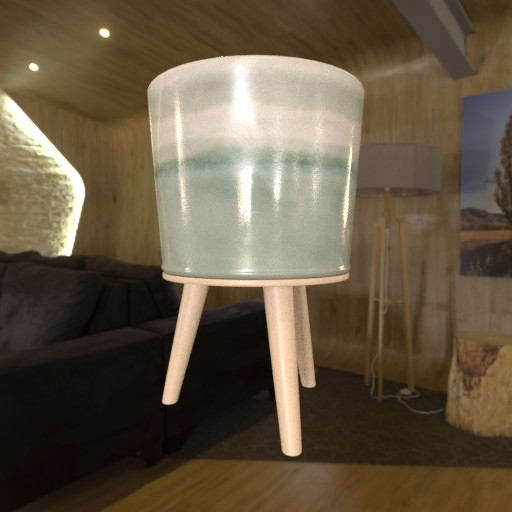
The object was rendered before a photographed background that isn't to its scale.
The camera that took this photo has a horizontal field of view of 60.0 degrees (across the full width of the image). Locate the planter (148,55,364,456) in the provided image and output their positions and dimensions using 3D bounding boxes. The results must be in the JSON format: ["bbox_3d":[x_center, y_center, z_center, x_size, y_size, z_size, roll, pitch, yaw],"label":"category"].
[{"bbox_3d":[0.000,0.000,0.567,0.265,0.404,0.265,-2,4,-35],"label":"planter"}]
